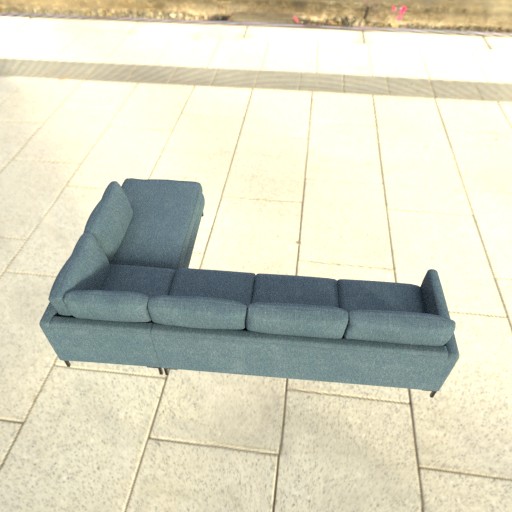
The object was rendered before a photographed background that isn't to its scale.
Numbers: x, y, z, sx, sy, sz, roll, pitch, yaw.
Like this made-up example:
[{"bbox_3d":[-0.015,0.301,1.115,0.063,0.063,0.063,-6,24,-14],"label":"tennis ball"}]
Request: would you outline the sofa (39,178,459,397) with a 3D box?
[{"bbox_3d":[0.000,0.000,3.847,2.949,0.815,2.007,4,46,4],"label":"sofa"}]
